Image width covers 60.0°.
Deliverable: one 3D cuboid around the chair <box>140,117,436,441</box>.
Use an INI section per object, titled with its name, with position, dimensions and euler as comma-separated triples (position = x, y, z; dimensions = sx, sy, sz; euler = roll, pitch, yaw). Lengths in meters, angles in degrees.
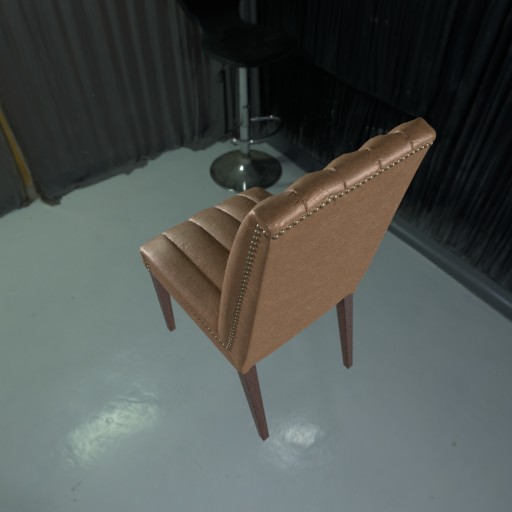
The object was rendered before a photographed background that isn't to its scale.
[chair]
position = 0.000, 0.000, 1.363
dimensions = 0.511, 1.016, 0.647
euler = -31, 54, -26
